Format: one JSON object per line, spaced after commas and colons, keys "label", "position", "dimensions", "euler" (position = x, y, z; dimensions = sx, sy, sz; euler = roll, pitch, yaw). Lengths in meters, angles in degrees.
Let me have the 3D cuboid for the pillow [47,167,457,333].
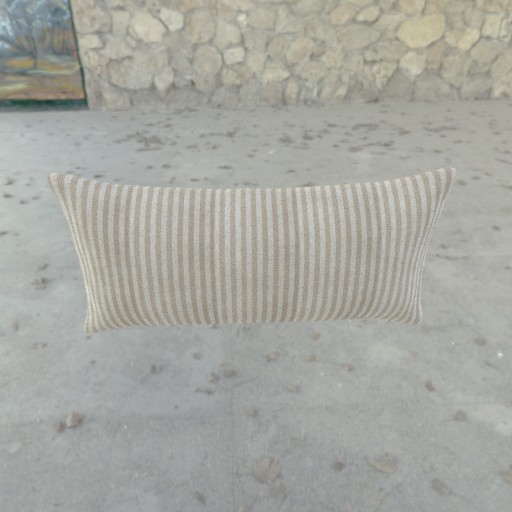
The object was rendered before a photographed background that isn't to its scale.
{"label": "pillow", "position": [0.000, 0.000, 0.736], "dimensions": [0.617, 0.295, 0.151], "euler": [-1, 29, -2]}
